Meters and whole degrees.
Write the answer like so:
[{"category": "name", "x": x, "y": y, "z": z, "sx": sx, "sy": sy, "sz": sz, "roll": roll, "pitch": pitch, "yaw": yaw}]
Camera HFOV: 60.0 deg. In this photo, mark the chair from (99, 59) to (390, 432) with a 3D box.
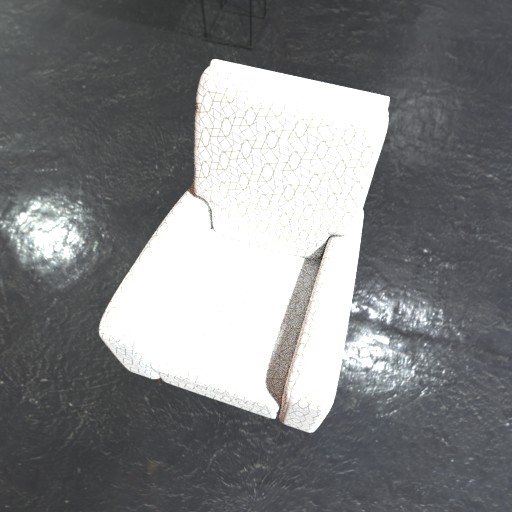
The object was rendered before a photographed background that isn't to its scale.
[{"category": "chair", "x": 0.000, "y": 0.000, "z": 1.685, "sx": 0.796, "sy": 1.064, "sz": 0.995, "roll": 16, "pitch": 62, "yaw": 9}]
